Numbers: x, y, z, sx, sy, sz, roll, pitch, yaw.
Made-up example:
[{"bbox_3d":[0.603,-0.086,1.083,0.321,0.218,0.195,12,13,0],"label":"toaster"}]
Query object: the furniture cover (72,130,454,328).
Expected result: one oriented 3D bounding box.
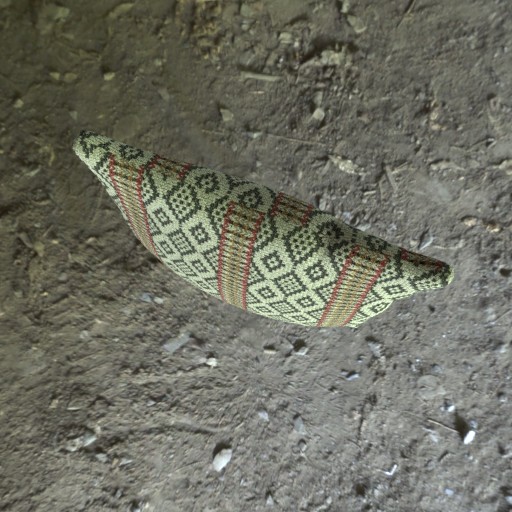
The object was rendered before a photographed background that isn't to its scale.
[{"bbox_3d":[0.000,0.000,0.787,0.503,0.506,0.182,21,76,5],"label":"furniture cover"}]
